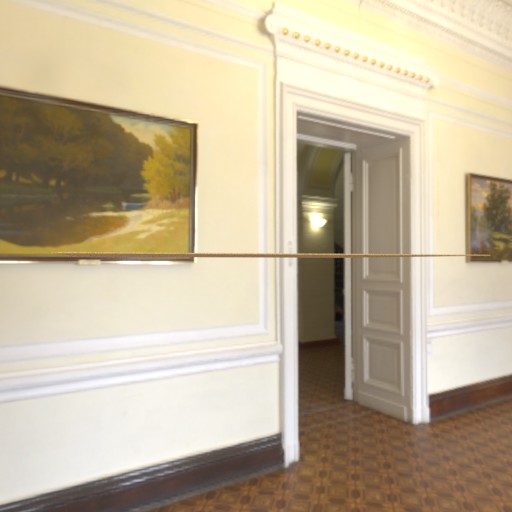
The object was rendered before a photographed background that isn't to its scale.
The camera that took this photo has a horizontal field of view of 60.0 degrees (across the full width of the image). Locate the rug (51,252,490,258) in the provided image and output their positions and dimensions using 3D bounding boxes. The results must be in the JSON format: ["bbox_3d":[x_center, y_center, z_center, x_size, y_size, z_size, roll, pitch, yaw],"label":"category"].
[{"bbox_3d":[0.000,0.000,3.656,2.895,0.006,1.981,0,-1,-20],"label":"rug"}]
